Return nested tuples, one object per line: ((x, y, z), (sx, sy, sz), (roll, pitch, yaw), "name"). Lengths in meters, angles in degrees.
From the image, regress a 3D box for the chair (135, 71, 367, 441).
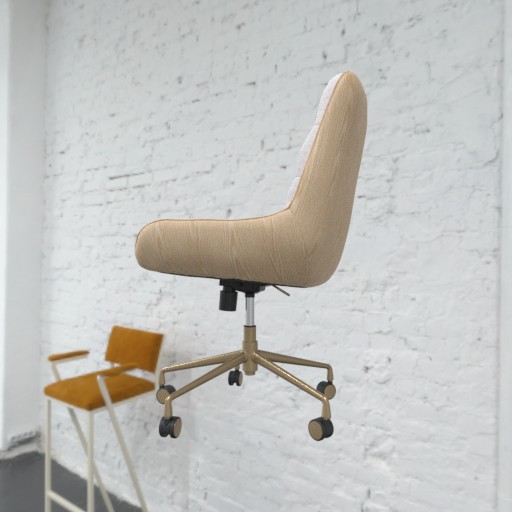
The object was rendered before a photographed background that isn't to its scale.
((0.000, 0.000, 1.364), (0.668, 0.952, 0.564), (0, -1, 17), "chair")
